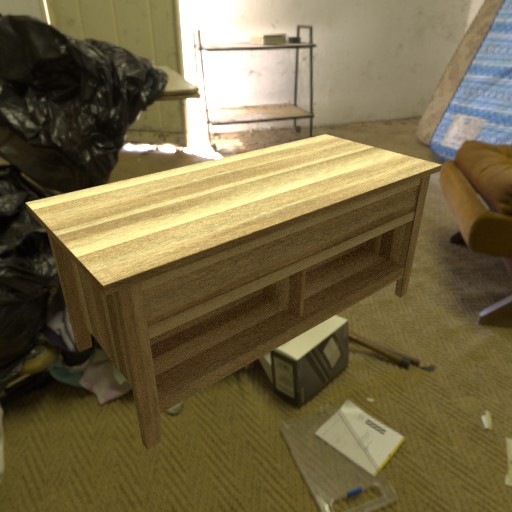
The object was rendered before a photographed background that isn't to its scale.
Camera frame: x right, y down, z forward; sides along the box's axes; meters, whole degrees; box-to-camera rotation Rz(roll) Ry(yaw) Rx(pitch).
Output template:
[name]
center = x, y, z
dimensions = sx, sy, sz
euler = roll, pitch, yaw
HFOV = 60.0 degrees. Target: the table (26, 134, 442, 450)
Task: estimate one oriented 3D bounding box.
[table]
center = 0.000, 0.000, 1.366
dimensions = 1.095, 0.480, 0.493
euler = -22, 36, -33
